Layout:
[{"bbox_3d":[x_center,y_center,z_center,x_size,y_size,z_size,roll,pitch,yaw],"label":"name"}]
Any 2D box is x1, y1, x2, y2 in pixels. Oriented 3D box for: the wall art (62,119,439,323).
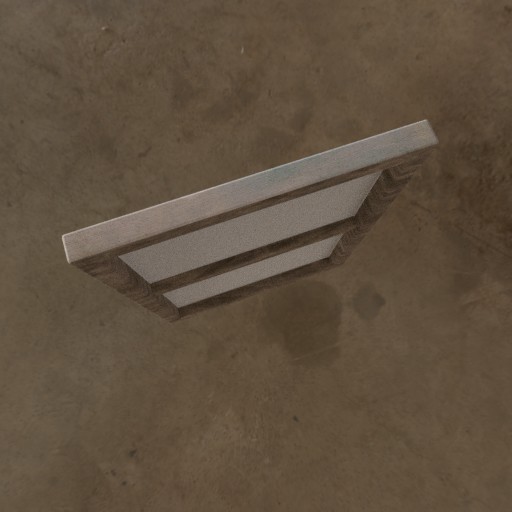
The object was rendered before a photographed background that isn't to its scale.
[{"bbox_3d":[0.000,0.000,0.794,0.443,0.605,0.035,-19,76,-5],"label":"wall art"}]
